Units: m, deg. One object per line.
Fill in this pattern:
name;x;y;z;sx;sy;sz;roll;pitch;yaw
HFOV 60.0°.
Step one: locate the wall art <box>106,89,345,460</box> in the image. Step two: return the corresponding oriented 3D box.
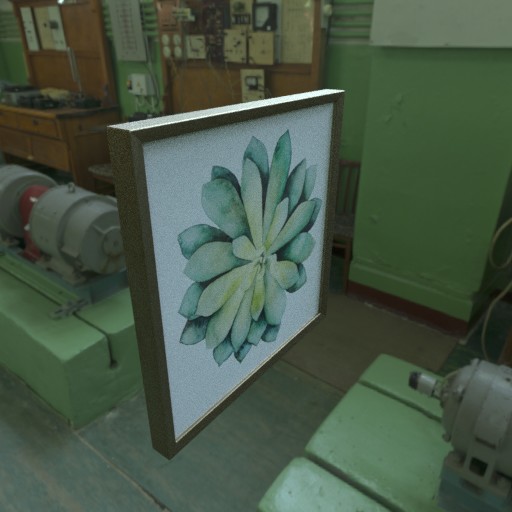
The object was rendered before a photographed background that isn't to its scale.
wall art;0.000;0.000;0.773;0.040;0.506;0.503;18;32;33
